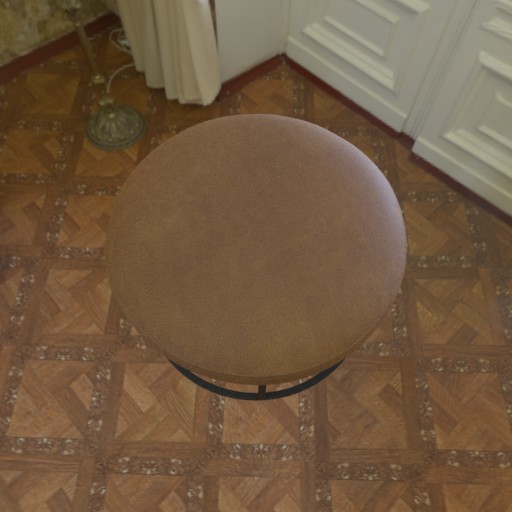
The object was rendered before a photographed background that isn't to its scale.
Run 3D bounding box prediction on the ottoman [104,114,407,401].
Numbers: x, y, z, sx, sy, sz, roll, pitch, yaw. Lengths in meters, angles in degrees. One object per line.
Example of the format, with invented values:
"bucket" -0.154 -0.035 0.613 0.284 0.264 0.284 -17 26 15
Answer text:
"ottoman" 0.000 0.000 1.282 0.771 0.460 0.771 0 63 0
